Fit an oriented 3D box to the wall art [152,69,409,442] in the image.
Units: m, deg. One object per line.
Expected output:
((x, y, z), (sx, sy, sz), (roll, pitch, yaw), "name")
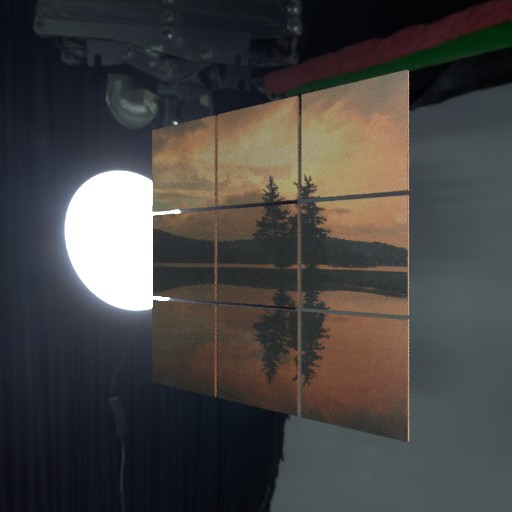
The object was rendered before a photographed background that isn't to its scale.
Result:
((0.000, 0.000, 1.800), (1.216, 1.218, 0.013), (0, 0, 35), "wall art")
